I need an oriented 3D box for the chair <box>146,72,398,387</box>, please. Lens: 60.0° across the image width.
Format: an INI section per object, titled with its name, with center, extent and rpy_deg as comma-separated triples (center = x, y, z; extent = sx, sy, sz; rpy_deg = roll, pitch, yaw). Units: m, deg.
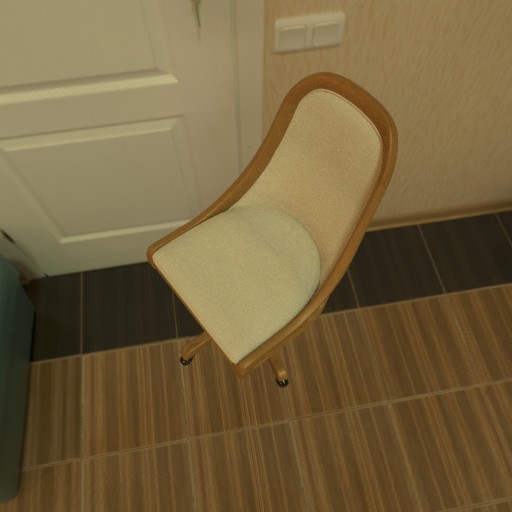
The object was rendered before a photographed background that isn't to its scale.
[chair]
center = 0.000, 0.000, 1.552
extent = 0.811, 1.009, 0.702
rpy_deg = -36, 68, -17
